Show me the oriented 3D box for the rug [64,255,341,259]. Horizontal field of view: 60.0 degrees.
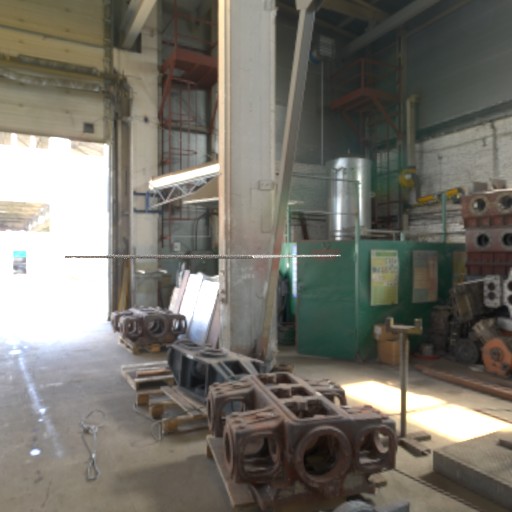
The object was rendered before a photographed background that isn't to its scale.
[{"bbox_3d":[0.000,0.000,2.021,0.562,0.009,1.824,0,0,17],"label":"rug"}]
